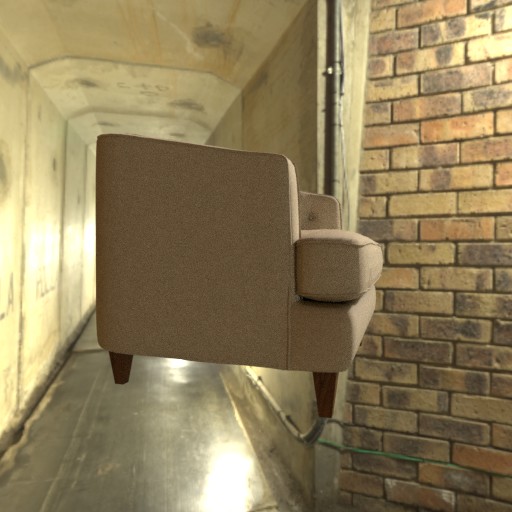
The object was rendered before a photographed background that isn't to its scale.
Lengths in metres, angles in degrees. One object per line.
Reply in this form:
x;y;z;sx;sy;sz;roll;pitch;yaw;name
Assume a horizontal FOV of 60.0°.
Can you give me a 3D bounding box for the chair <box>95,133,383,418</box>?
0.000;0.000;1.752;0.941;0.852;1.104;0;1;18;chair
